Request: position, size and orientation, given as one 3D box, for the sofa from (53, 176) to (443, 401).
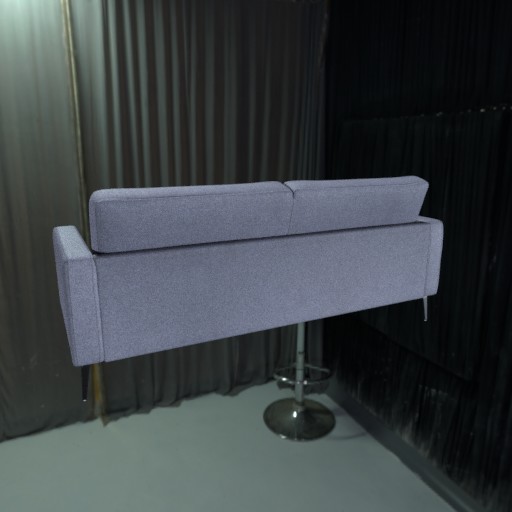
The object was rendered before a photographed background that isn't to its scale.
[{"bbox_3d":[0.000,0.000,2.361,1.925,0.828,0.774,-7,16,-26],"label":"sofa"}]
